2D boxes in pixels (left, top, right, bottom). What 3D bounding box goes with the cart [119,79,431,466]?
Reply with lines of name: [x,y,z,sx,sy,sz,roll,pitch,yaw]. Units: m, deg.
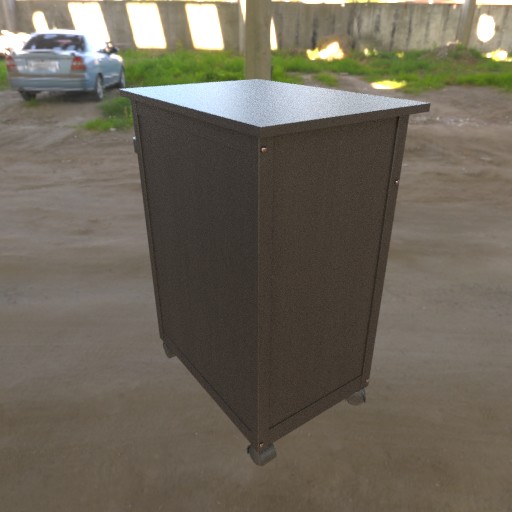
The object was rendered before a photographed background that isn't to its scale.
cart: [0.000,0.000,1.275,0.456,0.879,0.660,-18,32,-31]
